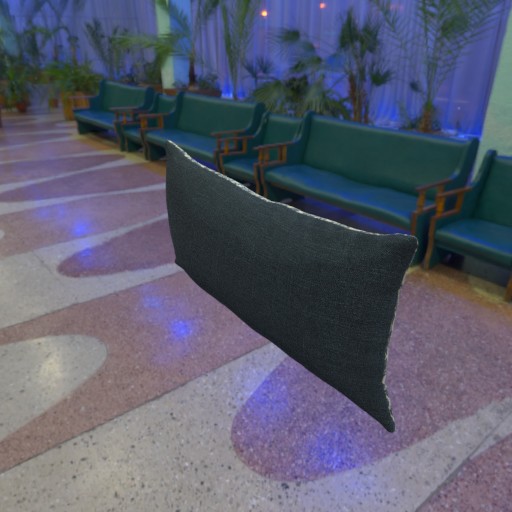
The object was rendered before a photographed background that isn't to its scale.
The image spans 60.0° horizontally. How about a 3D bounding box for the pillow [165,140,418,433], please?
[{"bbox_3d":[0.000,0.000,0.768,0.148,0.292,0.631,-19,33,-32],"label":"pillow"}]
